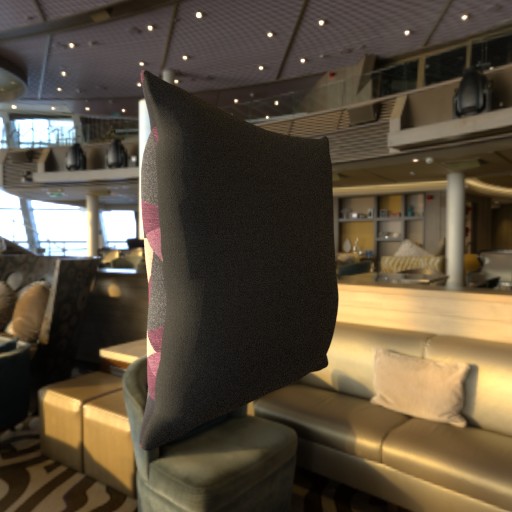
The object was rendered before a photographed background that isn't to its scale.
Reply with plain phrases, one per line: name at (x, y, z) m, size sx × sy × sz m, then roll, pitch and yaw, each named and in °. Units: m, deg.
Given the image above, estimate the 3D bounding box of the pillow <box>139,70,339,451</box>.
pillow at (0.000, 0.000, 0.765) m, size 0.208 × 0.496 × 0.503 m, roll 1°, pitch 2°, yaw 37°
